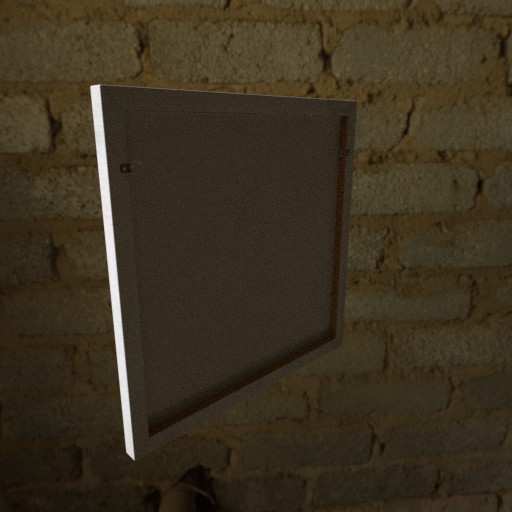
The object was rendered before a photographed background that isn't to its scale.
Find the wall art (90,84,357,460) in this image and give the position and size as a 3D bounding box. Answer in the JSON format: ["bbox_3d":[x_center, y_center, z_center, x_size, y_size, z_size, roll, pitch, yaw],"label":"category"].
[{"bbox_3d":[0.000,0.000,1.116,0.762,0.762,0.041,-15,22,-42],"label":"wall art"}]
